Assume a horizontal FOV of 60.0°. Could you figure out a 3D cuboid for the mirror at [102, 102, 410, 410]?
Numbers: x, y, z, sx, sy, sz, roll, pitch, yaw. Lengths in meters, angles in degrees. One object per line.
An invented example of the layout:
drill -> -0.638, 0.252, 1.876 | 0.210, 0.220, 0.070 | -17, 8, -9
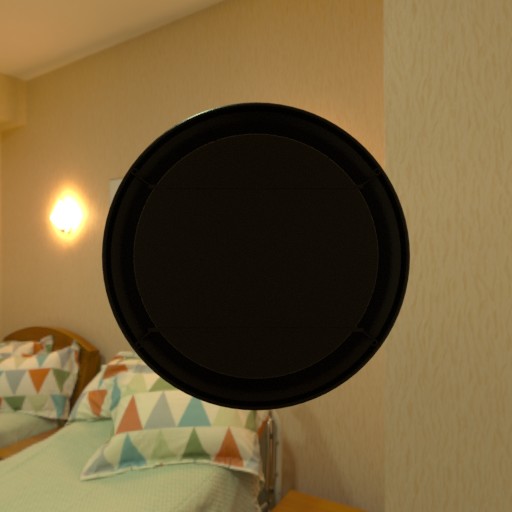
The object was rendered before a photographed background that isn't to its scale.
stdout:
mirror -> 0.000, 0.000, 1.356 | 0.907, 0.907, 0.111 | 0, -1, 0
